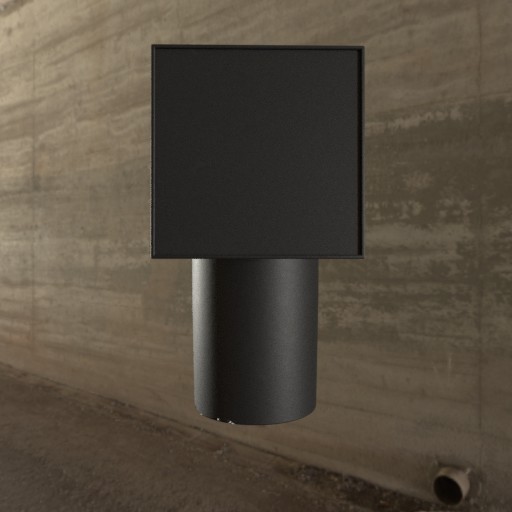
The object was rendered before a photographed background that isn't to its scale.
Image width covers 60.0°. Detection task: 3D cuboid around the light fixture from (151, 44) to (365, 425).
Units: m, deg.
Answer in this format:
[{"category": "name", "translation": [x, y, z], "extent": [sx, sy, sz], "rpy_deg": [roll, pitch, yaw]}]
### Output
[{"category": "light fixture", "translation": [0.000, 0.000, 0.355], "extent": [0.130, 0.257, 0.176], "rpy_deg": [0, 0, -1]}]
